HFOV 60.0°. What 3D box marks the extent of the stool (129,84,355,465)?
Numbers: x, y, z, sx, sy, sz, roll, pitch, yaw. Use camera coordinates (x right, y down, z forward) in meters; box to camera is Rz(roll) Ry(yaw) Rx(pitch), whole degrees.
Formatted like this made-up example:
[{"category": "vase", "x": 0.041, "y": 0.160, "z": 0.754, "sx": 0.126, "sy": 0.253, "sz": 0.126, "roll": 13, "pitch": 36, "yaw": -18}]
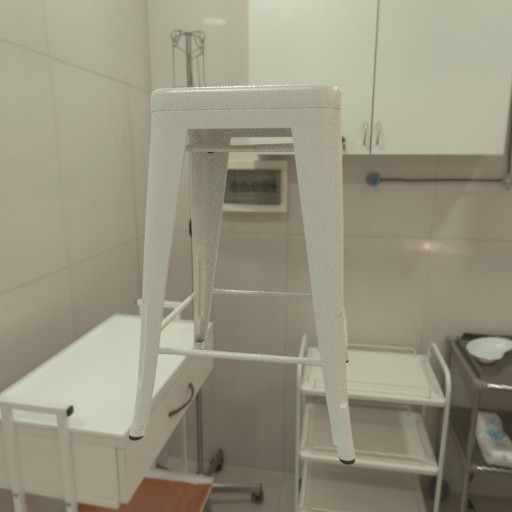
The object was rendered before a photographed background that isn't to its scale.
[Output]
[{"category": "stool", "x": 0.000, "y": 0.000, "z": 0.899, "sx": 0.406, "sy": 0.610, "sz": 0.406, "roll": 2, "pitch": 13, "yaw": 10}]
